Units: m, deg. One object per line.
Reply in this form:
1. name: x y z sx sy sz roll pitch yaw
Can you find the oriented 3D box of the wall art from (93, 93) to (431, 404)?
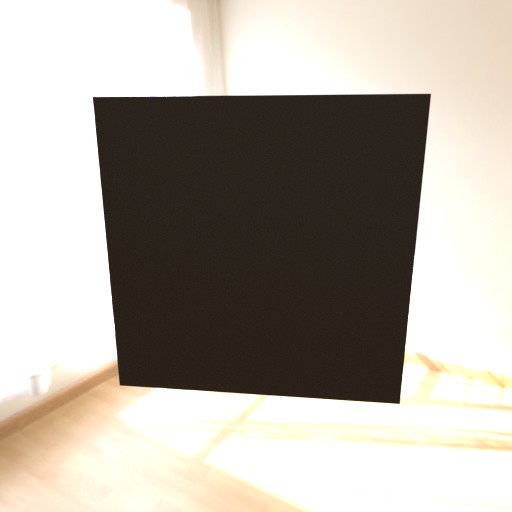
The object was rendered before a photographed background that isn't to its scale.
1. wall art: 0.000 0.000 0.746 0.507 0.507 0.038 2 16 6
